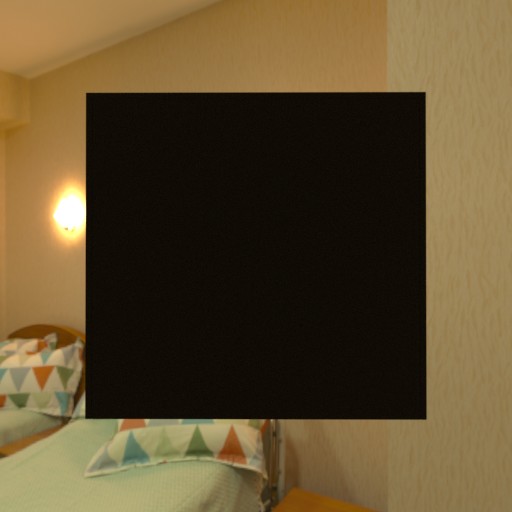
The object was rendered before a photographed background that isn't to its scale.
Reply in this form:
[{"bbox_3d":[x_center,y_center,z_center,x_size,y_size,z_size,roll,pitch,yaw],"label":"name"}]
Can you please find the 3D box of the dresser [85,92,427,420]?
[{"bbox_3d":[0.000,0.000,1.154,0.750,0.720,0.360,0,0,0],"label":"dresser"}]
